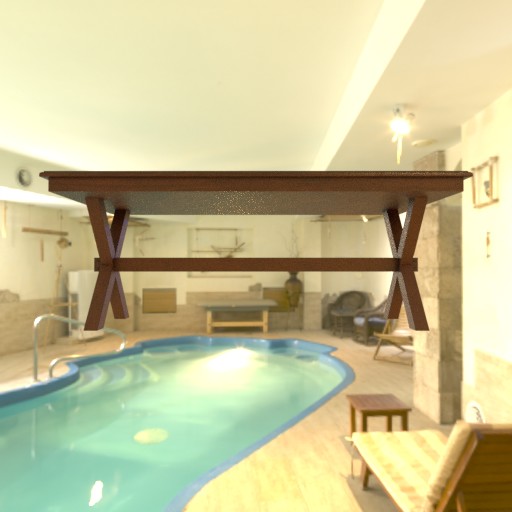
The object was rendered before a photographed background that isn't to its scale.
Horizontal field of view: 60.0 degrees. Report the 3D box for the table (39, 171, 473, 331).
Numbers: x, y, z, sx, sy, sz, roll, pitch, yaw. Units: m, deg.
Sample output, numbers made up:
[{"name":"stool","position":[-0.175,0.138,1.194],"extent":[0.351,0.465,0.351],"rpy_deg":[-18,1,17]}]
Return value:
[{"name":"table","position":[0.000,0.000,1.516],"extent":[1.197,0.459,0.594],"rpy_deg":[0,-1,0]}]
